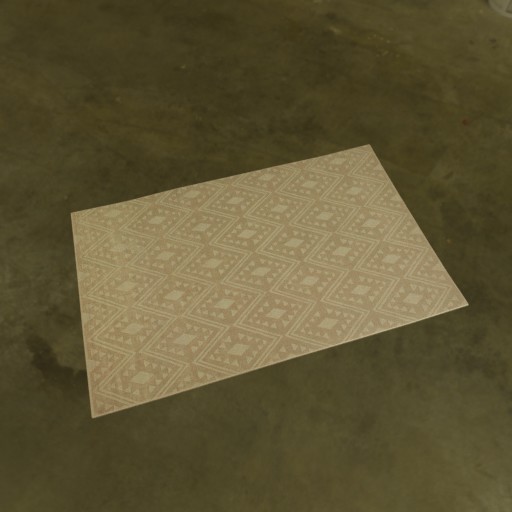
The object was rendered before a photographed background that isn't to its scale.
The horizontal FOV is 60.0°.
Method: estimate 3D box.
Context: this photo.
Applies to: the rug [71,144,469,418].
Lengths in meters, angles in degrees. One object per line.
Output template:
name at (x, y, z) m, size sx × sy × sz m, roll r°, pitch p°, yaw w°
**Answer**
rug at (0.000, 0.000, 3.110) m, size 2.430 × 0.053 × 1.553 m, roll -14°, pitch 59°, yaw -9°
